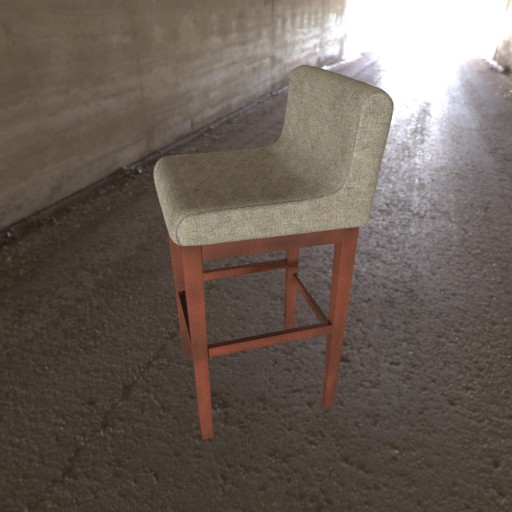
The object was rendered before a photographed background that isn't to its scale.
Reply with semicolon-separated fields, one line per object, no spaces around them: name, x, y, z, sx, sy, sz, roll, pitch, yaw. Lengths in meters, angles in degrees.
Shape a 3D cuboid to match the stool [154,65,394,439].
stool;0.000;0.000;1.272;0.499;0.965;0.426;-9;31;-14
